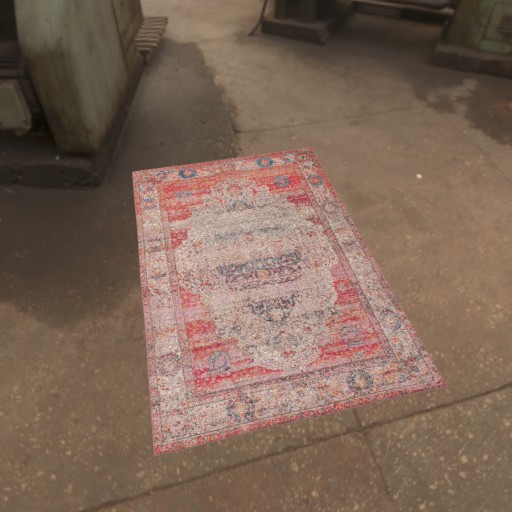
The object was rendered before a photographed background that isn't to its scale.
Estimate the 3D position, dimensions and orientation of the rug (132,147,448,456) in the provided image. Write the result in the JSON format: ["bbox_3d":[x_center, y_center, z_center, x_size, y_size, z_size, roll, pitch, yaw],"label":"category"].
[{"bbox_3d":[0.000,0.000,2.366,1.219,0.006,1.829,-10,48,-9],"label":"rug"}]
